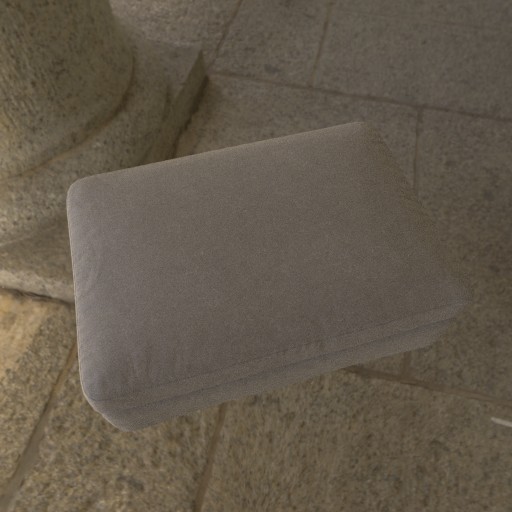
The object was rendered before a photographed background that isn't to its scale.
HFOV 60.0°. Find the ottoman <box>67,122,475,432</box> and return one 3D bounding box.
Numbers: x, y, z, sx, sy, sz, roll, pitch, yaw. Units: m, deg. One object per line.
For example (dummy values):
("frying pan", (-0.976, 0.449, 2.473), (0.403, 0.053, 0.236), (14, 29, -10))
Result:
("ottoman", (0.000, 0.000, 1.559), (1.199, 0.429, 0.840), (-14, 59, -8))
